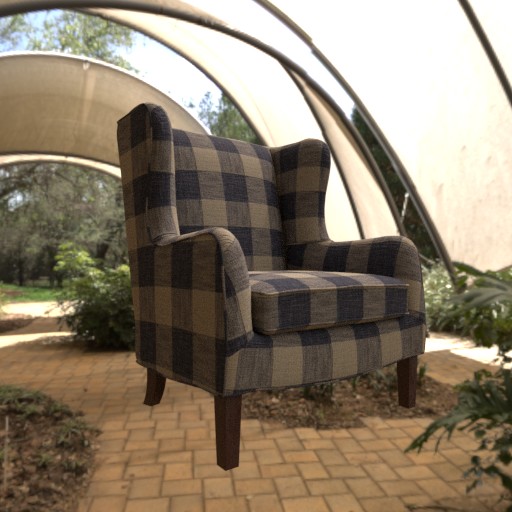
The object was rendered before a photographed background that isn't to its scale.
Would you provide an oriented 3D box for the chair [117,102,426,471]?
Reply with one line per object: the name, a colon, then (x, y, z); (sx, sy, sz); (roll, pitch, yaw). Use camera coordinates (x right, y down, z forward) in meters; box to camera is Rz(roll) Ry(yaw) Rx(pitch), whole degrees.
chair: (0.000, 0.000, 1.624); (0.830, 1.041, 0.889); (0, 0, -37)
